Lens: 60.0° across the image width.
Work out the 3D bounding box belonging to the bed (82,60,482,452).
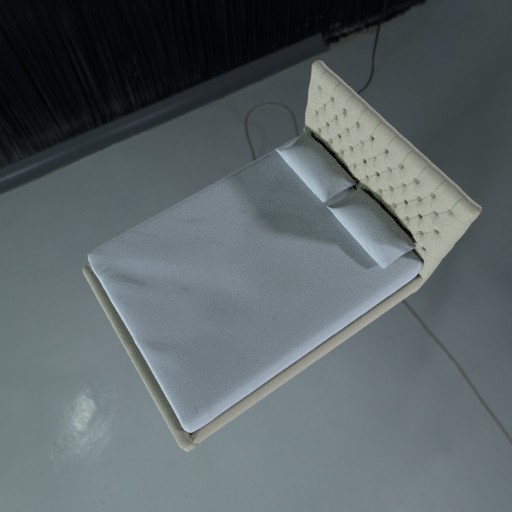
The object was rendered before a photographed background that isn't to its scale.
[{"bbox_3d":[0.000,0.000,3.426,2.387,1.427,1.698,-31,67,-15],"label":"bed"}]
